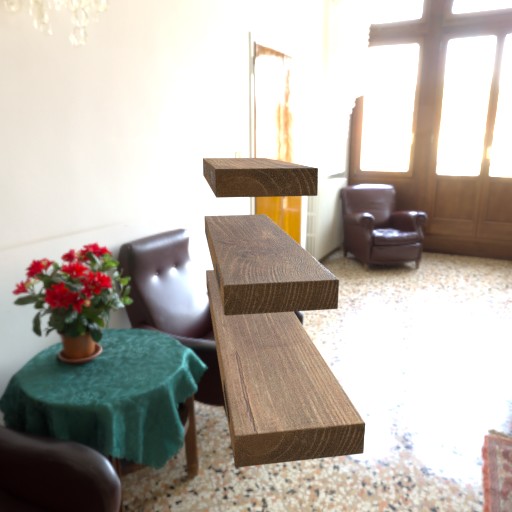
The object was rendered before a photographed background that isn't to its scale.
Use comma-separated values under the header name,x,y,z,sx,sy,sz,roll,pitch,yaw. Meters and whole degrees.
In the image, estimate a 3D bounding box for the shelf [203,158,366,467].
name,x,y,z,sx,sy,sz,roll,pitch,yaw
shelf,0.000,0.000,0.724,0.140,0.293,0.610,-2,15,-9
